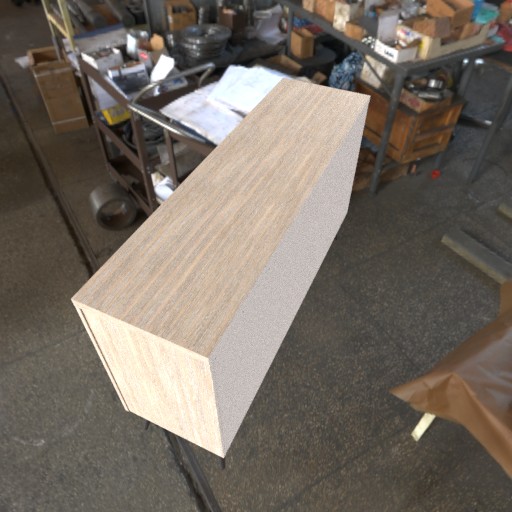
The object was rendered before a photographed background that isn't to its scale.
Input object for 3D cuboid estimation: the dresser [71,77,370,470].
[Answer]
[{"bbox_3d":[0.000,0.000,1.981,0.457,0.914,1.524,19,49,17],"label":"dresser"}]
